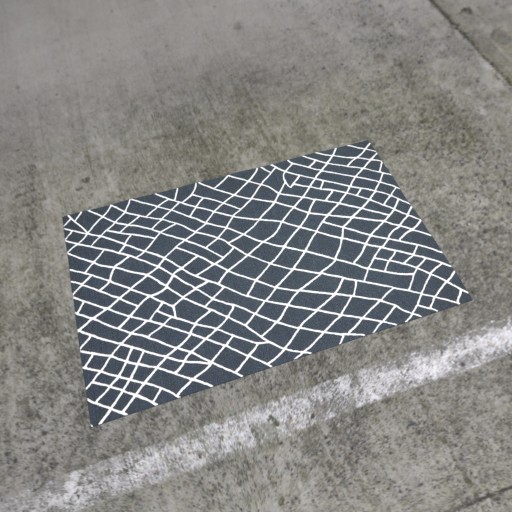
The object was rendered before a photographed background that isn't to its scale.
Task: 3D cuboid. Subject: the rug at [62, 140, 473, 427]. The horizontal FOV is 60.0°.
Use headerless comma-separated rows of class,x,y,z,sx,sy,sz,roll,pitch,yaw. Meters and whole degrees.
rug,0.000,0.000,3.033,2.448,0.017,1.529,-16,60,-10
